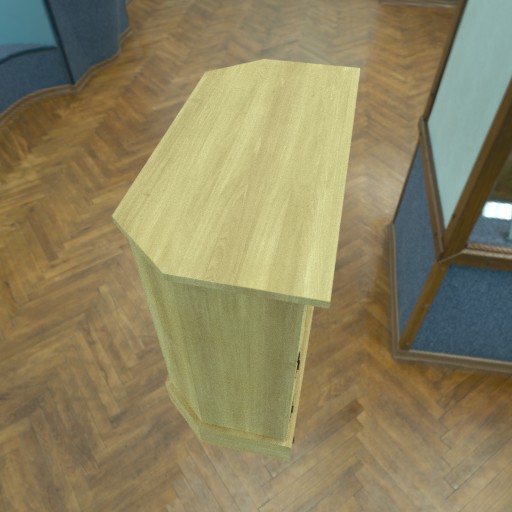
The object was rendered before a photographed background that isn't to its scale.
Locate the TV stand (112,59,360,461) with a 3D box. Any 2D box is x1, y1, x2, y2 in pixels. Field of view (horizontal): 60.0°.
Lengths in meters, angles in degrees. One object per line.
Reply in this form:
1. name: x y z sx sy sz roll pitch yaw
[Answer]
1. TV stand: 0.000 0.000 1.301 0.425 0.781 0.851 9 48 8
